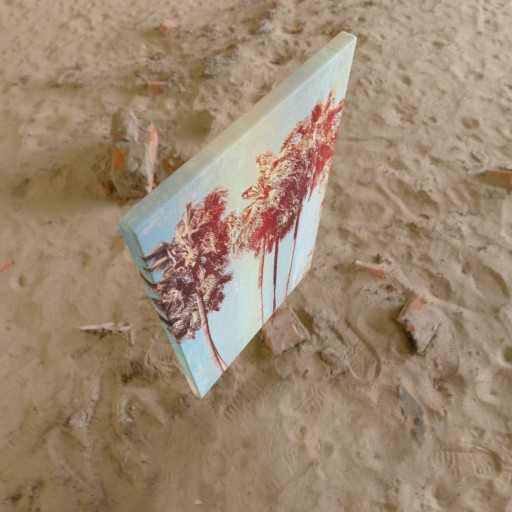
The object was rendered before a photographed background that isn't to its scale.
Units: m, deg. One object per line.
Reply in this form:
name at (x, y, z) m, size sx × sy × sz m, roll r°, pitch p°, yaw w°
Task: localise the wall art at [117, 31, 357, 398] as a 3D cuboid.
wall art at (0.000, 0.000, 1.144) m, size 0.037 × 0.915 × 0.605 m, roll 34°, pitch 64°, yaw 19°
